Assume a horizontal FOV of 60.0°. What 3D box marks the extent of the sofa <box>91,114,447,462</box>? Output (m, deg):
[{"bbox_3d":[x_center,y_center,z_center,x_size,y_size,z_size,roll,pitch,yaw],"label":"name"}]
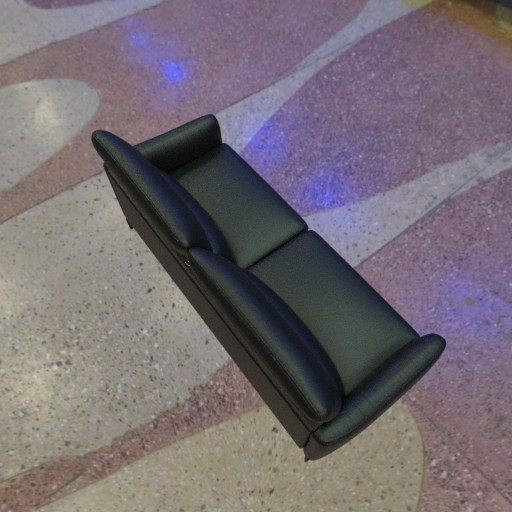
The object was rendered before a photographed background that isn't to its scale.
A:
[{"bbox_3d":[0.000,0.000,2.493,0.856,0.957,2.069,-33,64,-18],"label":"sofa"}]
